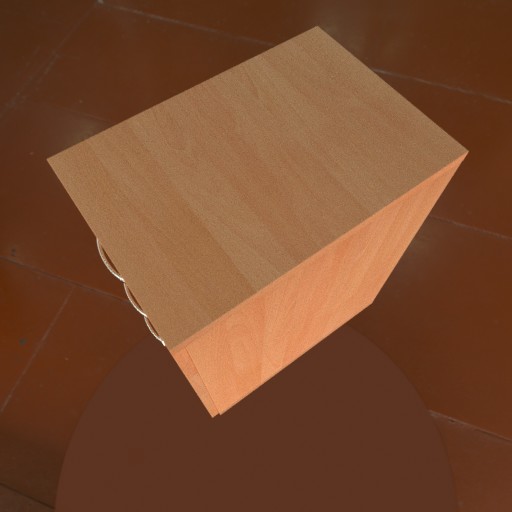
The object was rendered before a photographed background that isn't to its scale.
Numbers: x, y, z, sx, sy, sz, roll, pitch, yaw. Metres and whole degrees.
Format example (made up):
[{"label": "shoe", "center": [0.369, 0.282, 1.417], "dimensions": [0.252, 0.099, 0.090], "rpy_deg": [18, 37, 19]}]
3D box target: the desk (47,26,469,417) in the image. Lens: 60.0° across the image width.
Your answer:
[{"label": "desk", "center": [0.000, 0.000, 1.070], "dimensions": [0.600, 0.730, 0.404], "rpy_deg": [-33, 67, -16]}]
